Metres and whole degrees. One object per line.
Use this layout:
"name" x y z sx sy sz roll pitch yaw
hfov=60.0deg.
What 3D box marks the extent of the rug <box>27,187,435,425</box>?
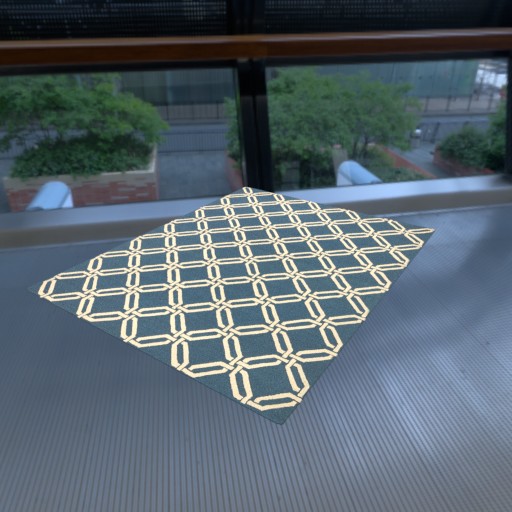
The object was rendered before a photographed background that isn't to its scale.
"rug" 0.000 0.000 3.829 2.277 0.020 2.867 18 33 30
